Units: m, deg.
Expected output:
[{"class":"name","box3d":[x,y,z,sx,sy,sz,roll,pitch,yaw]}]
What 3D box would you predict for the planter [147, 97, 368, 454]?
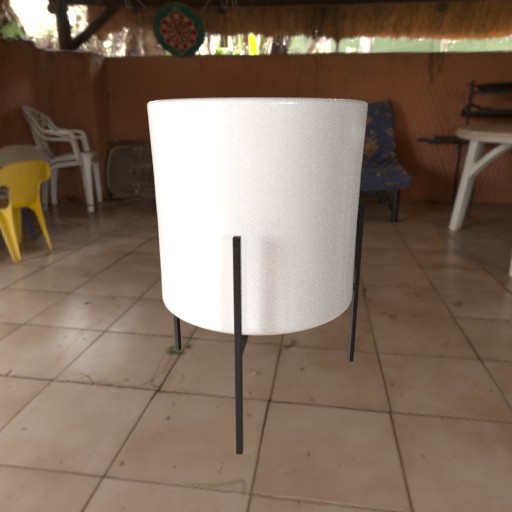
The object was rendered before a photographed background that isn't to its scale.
[{"class":"planter","box3d":[0.000,0.000,0.730,0.360,0.480,0.361,2,17,7]}]
